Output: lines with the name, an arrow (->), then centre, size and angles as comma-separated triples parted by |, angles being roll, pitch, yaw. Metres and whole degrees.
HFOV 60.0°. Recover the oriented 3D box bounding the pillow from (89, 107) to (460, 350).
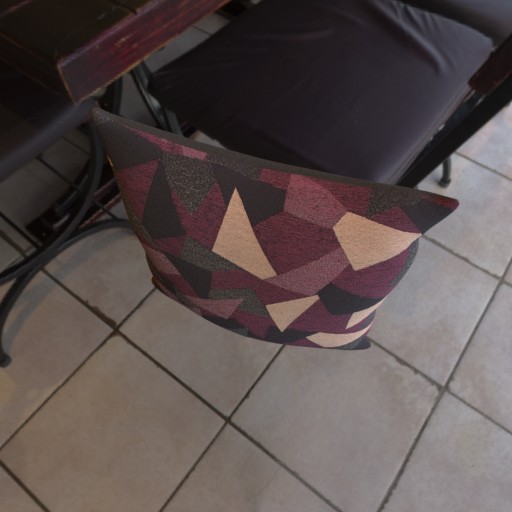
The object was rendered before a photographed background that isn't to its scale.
pillow -> 0.000, 0.000, 0.760 | 0.503, 0.496, 0.208 | 16, 60, 9
